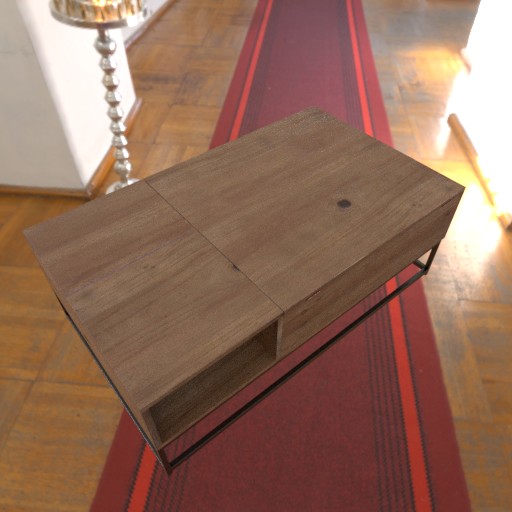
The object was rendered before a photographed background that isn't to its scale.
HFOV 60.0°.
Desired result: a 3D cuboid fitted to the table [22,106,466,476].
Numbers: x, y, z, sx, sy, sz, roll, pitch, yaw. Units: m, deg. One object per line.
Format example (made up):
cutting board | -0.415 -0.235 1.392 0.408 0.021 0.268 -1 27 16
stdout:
table | 0.000 0.000 1.404 1.101 0.395 0.655 -31 53 -26
